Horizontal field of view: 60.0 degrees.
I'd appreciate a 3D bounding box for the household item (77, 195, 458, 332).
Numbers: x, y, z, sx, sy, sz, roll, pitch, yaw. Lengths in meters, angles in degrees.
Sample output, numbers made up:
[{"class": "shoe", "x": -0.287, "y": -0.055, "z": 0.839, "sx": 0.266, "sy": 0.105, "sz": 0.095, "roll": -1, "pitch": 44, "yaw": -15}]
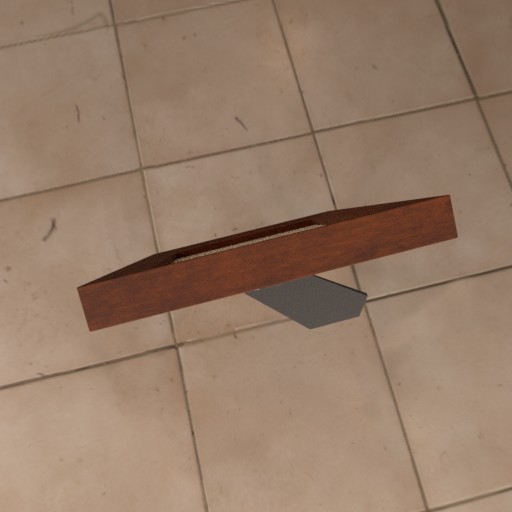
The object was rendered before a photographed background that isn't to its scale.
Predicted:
[{"class": "household item", "x": 0.000, "y": 0.000, "z": 0.287, "sx": 0.160, "sy": 0.204, "sz": 0.096, "roll": -14, "pitch": 76, "yaw": -4}]
